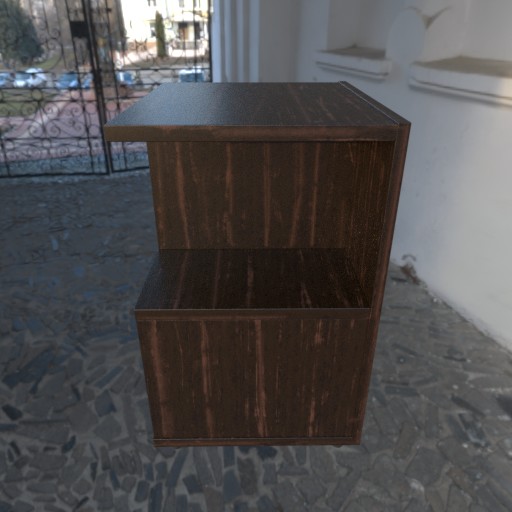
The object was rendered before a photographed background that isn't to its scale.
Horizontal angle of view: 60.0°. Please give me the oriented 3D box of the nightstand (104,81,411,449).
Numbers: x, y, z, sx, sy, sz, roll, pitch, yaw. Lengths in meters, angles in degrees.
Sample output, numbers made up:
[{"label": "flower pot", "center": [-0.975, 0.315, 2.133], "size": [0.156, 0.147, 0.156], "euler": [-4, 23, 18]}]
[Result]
[{"label": "nightstand", "center": [0.000, 0.000, 0.818], "size": [0.356, 0.559, 0.400], "euler": [0, 28, -1]}]
